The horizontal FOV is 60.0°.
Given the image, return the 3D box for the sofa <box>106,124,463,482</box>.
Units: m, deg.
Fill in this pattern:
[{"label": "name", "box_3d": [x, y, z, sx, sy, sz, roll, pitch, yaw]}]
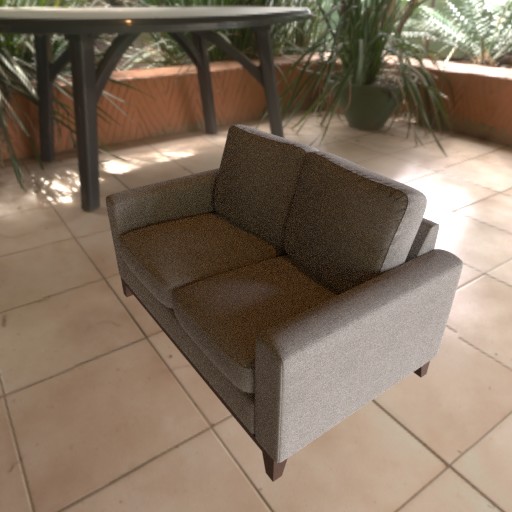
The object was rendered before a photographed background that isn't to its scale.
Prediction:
[{"label": "sofa", "box_3d": [0.000, 0.000, 2.006, 0.917, 0.873, 1.420, -20, 37, -30]}]
